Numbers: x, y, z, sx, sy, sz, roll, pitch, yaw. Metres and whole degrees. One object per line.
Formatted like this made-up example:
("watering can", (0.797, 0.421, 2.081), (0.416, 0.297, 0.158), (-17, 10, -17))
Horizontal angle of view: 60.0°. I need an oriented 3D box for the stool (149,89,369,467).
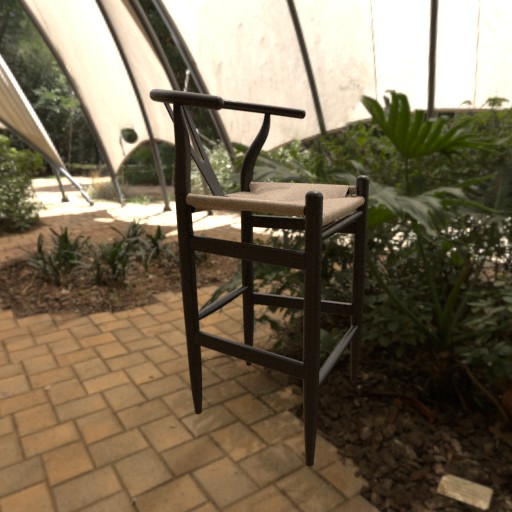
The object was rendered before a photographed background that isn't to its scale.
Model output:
("stool", (0.000, 0.000, 1.365), (0.579, 0.970, 0.569), (7, 17, 26))
